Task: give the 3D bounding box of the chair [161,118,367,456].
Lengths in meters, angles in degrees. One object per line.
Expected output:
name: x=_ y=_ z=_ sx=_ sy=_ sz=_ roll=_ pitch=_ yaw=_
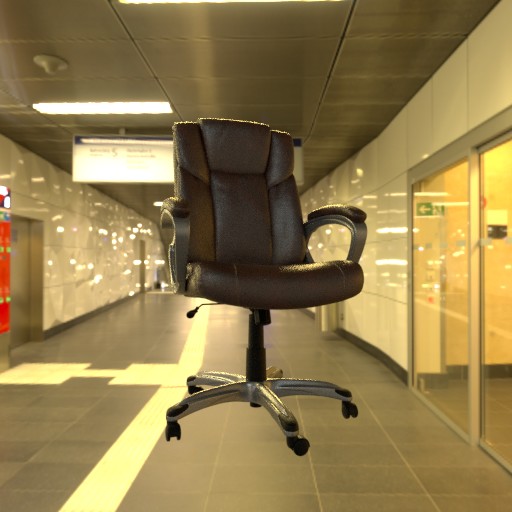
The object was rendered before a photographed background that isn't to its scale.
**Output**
chair: x=0.000 y=0.000 z=1.564 sx=0.656 sy=1.128 sz=0.692 roll=0 pitch=-1 yaw=-18
